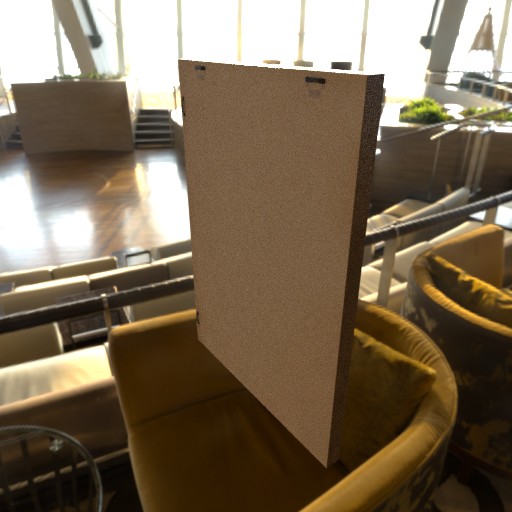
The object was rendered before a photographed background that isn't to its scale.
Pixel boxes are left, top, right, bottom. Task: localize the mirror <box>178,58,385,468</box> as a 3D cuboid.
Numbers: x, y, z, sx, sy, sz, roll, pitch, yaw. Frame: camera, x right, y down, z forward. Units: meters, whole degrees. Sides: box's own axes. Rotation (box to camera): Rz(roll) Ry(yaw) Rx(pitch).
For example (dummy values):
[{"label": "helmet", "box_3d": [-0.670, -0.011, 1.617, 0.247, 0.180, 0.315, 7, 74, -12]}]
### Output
[{"label": "mirror", "box_3d": [0.000, 0.000, 0.895, 0.039, 0.711, 0.508, -18, 32, -32]}]
